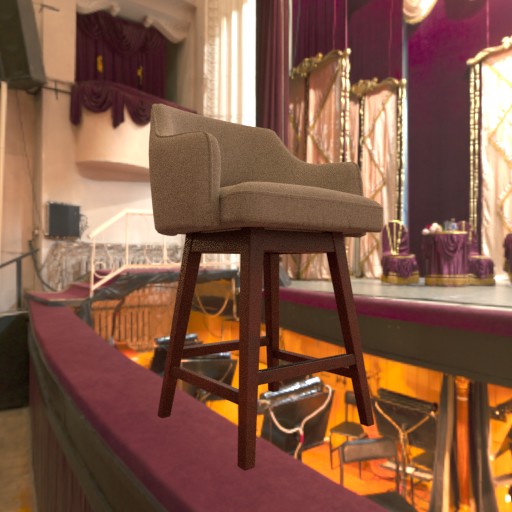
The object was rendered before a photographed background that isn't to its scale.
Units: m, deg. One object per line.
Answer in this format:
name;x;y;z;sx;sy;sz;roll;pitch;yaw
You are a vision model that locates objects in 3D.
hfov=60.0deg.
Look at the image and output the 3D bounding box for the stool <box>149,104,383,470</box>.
stool;0.000;0.000;1.305;0.599;0.944;0.558;1;-1;-38
